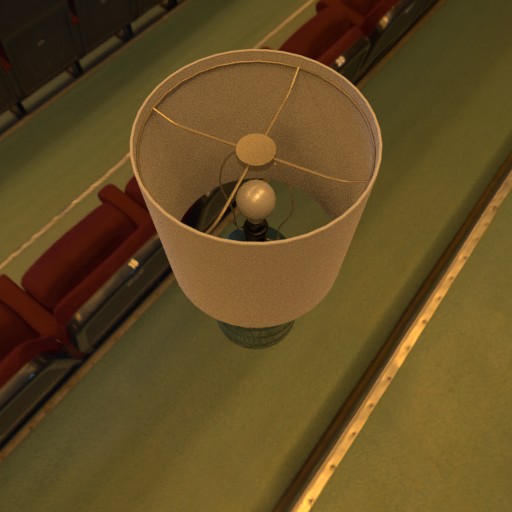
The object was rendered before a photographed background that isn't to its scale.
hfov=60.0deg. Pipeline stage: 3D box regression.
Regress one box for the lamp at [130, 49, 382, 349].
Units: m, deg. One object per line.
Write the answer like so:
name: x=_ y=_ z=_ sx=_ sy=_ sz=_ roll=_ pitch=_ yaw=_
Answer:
lamp: x=0.000 y=0.000 z=0.576 sx=0.211 sy=0.455 sz=0.211 roll=34 pitch=68 yaw=16
